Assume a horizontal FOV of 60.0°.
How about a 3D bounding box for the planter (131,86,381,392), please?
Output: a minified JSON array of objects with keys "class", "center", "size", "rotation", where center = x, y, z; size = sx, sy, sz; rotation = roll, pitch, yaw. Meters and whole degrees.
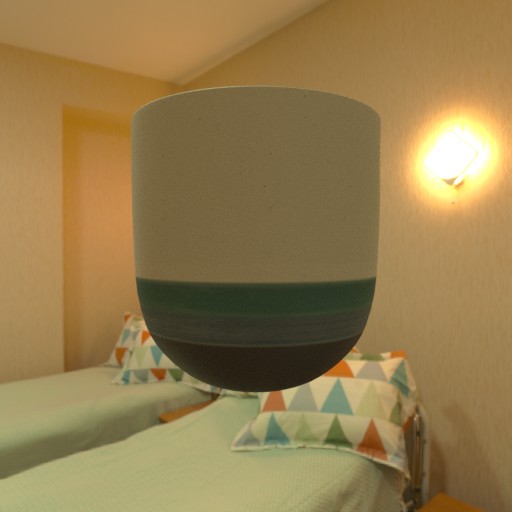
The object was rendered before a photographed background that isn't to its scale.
[{"class":"planter","center":[0.000,0.000,0.376],"size":[0.204,0.214,0.204],"rotation":[0,1,0]}]
